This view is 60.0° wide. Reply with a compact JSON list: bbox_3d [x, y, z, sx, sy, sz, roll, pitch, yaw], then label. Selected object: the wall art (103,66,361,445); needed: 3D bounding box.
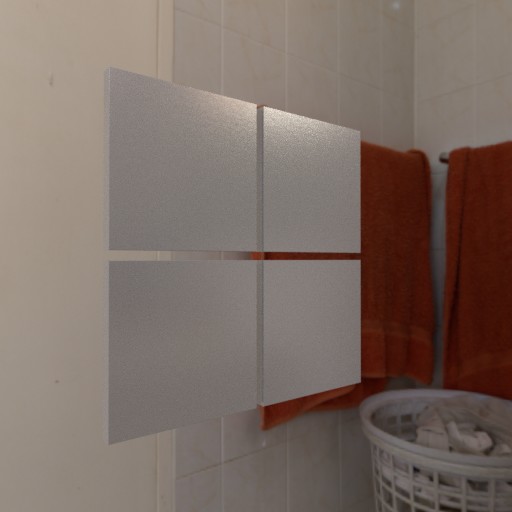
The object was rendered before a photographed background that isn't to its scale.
[{"bbox_3d":[0.000,0.000,0.908,0.611,0.611,0.029,0,0,-36],"label":"wall art"}]
